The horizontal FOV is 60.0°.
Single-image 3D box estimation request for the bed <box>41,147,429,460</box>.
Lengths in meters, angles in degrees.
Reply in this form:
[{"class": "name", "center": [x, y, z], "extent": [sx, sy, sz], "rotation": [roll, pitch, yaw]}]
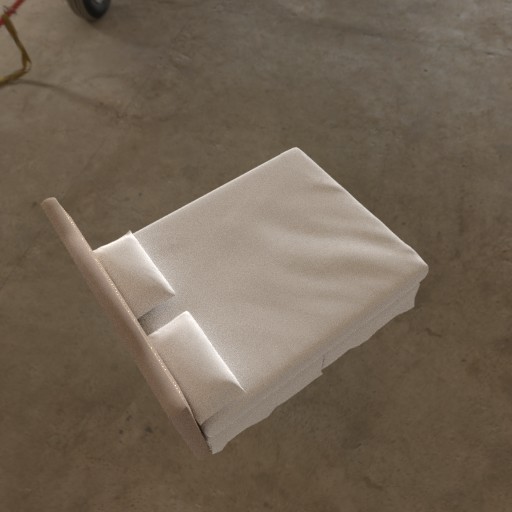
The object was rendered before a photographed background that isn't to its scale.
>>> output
[{"class": "bed", "center": [0.000, 0.000, 3.429], "extent": [2.282, 1.436, 1.821], "rotation": [-32, 63, -19]}]
